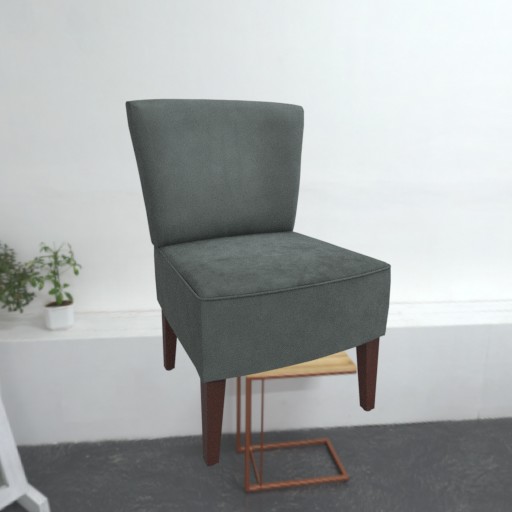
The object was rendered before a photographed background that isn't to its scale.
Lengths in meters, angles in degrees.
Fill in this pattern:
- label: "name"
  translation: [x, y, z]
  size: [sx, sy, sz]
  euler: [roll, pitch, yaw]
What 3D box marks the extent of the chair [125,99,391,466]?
- label: "chair"
  translation: [0.000, 0.000, 1.172]
  size: [0.521, 0.806, 0.554]
  euler: [-8, 18, -26]
